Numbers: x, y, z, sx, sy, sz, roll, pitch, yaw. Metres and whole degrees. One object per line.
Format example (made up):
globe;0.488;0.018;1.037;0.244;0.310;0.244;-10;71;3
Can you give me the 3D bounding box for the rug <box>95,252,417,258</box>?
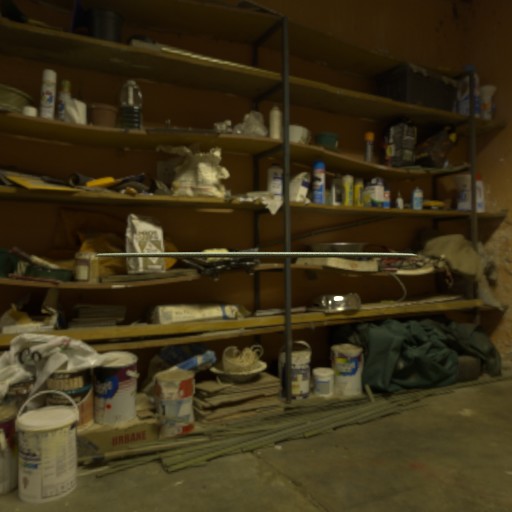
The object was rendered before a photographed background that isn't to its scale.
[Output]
rug;0.000;0.000;2.329;1.593;0.012;1.593;0;0;0
